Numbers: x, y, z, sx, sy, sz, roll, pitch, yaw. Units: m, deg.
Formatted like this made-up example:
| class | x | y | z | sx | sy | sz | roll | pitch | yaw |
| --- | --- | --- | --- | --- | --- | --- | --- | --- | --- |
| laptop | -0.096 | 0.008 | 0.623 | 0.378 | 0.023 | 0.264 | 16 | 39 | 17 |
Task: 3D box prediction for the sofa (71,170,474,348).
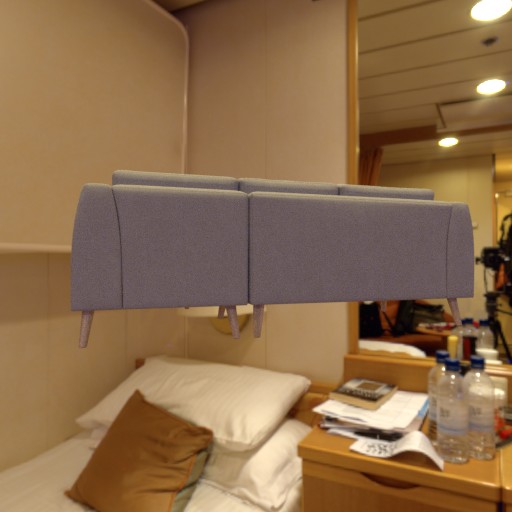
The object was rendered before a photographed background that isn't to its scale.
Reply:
| class | x | y | z | sx | sy | sz | roll | pitch | yaw |
| --- | --- | --- | --- | --- | --- | --- | --- | --- | --- |
| sofa | 0.000 | 0.000 | 3.072 | 2.300 | 0.860 | 1.580 | 0 | -1 | -19 |
